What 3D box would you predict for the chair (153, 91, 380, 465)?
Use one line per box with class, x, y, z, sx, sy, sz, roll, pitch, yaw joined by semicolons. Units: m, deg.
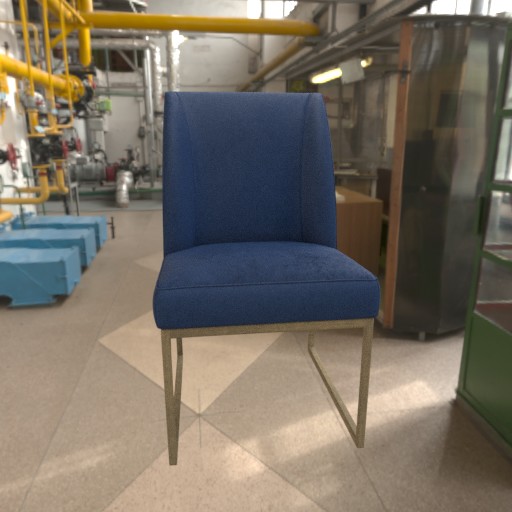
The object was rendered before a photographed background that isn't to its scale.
chair;0.000;0.000;1.185;0.508;0.863;0.522;-2;16;-7
